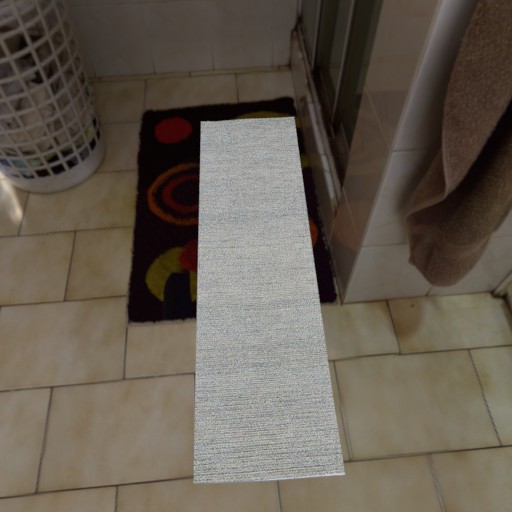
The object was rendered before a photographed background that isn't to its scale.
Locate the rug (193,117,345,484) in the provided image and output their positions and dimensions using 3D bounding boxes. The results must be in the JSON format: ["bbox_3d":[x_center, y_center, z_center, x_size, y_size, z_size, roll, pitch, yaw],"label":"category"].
[{"bbox_3d":[0.000,0.000,2.574,0.675,0.037,2.341,-2,58,-2],"label":"rug"}]
